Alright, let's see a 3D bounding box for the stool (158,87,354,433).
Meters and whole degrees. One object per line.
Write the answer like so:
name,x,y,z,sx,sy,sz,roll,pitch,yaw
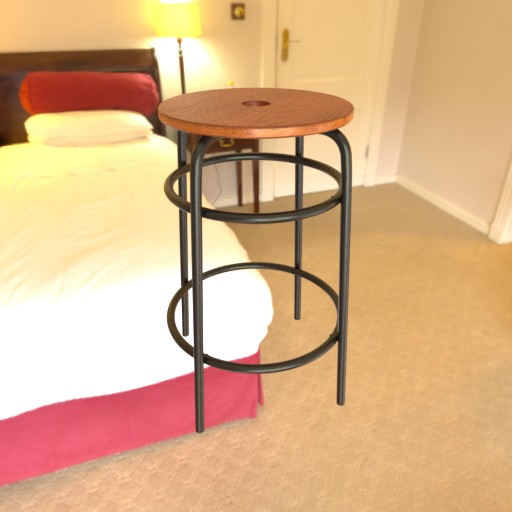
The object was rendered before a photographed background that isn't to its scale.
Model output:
stool,0.000,0.000,0.920,0.455,0.610,0.455,17,34,27
